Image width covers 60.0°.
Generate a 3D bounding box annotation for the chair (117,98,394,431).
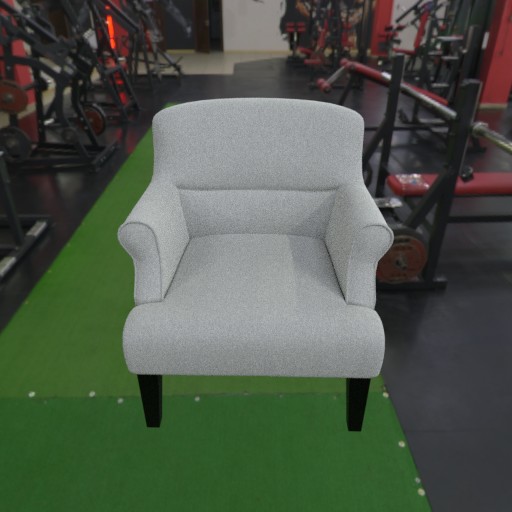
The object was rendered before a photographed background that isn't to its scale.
[{"bbox_3d":[0.000,0.000,1.473,0.781,0.875,0.750,1,31,1],"label":"chair"}]
